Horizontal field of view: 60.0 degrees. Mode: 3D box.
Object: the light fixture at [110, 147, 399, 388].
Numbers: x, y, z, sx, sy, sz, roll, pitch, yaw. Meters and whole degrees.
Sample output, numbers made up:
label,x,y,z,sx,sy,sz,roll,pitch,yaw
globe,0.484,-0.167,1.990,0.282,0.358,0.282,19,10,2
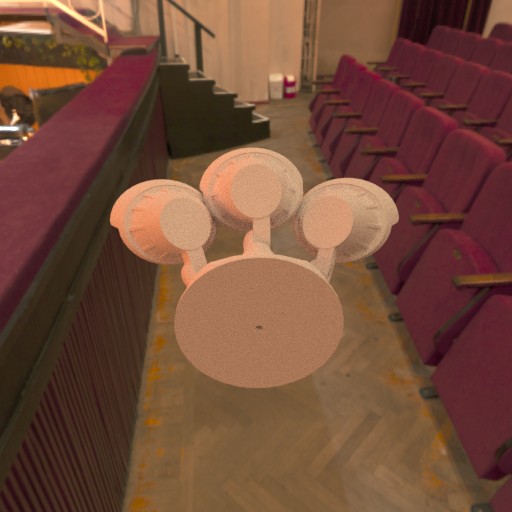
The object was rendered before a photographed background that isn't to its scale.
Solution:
label,x,y,z,sx,sy,sz,roll,pitch,yaw
light fixture,0.000,0.000,0.541,0.369,0.237,0.278,-1,32,-1
